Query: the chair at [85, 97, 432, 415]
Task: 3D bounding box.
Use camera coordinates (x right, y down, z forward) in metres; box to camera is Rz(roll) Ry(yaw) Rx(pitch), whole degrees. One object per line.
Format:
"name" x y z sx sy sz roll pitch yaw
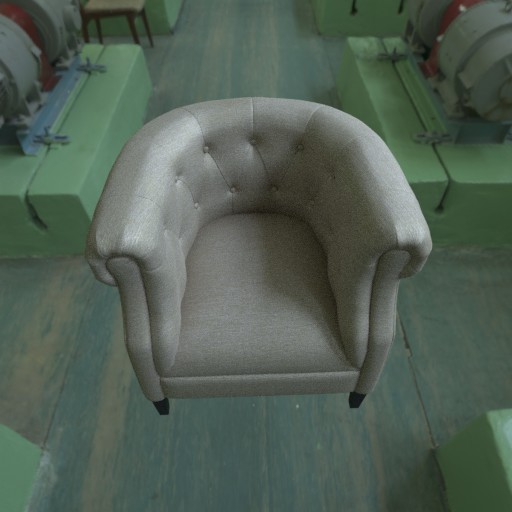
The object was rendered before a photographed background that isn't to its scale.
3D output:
"chair" 0.000 0.000 1.568 0.905 0.827 0.852 -2 47 -1
